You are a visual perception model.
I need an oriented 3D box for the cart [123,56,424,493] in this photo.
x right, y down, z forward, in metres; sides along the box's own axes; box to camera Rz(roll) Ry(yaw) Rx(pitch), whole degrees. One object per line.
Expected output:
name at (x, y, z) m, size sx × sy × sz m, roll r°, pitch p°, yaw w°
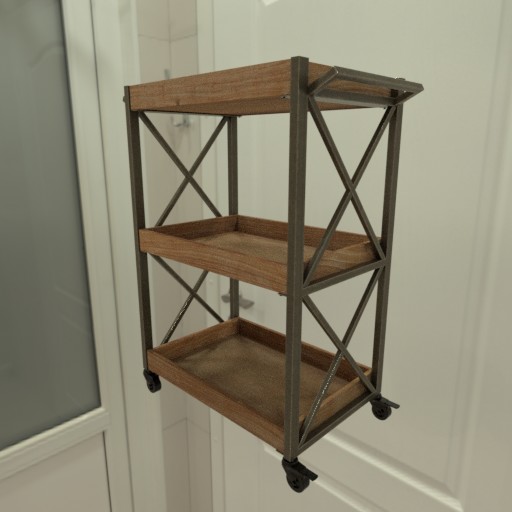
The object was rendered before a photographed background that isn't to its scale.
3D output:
cart at (0.000, 0.000, 1.137) m, size 0.673 × 0.835 × 0.377 m, roll 14°, pitch 20°, yaw 43°
